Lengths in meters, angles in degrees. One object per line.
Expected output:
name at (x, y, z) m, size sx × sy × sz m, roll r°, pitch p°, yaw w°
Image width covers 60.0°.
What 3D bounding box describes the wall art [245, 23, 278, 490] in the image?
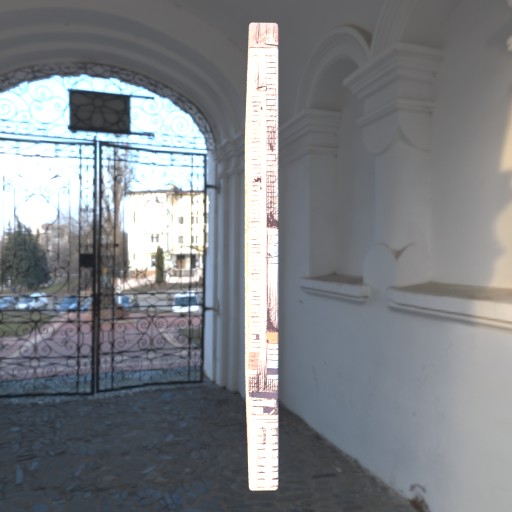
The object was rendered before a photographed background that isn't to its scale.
wall art at (0.000, 0.000, 1.098) m, size 0.048 × 0.762 × 0.761 m, roll 0°, pitch 0°, yaw -2°
